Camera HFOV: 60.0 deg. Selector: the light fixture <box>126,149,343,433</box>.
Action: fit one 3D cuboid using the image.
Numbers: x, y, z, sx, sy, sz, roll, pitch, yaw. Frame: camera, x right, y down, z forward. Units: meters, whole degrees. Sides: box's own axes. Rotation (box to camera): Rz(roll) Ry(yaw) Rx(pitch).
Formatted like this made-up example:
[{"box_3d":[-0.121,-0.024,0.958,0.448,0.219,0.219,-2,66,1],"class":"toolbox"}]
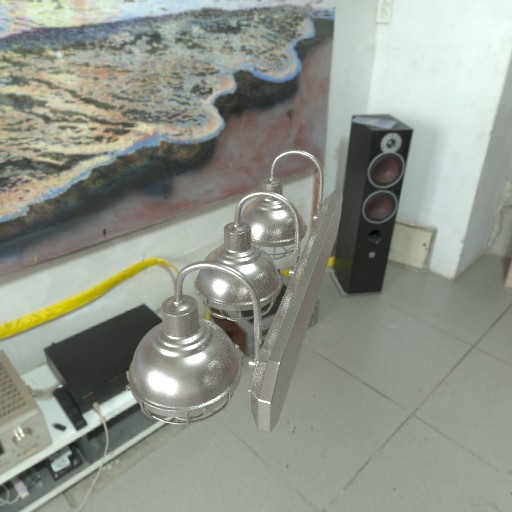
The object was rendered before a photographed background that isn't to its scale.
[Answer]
[{"box_3d":[0.000,0.000,0.793,0.229,0.254,0.634,9,31,14],"class":"light fixture"}]
